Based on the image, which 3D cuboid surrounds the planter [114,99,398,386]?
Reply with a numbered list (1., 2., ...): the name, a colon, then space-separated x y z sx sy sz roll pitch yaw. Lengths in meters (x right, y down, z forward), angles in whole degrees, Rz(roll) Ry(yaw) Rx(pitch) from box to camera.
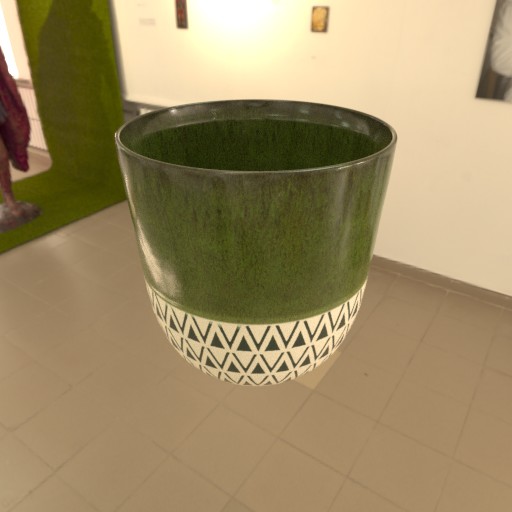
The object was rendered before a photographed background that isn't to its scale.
1. planter: 0.000 0.000 0.465 0.245 0.270 0.245 0 30 0
